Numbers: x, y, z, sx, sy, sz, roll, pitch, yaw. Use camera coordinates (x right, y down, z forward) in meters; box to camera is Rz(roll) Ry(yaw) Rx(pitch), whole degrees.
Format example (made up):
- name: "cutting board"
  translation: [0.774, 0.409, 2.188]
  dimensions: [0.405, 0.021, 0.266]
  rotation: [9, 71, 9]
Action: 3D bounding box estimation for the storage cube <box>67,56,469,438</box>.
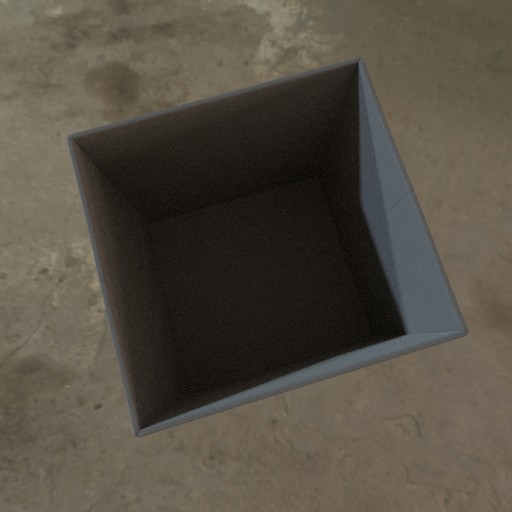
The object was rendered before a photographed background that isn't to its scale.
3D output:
- name: "storage cube"
  translation: [0.000, 0.000, 0.495]
  dimensions: [0.270, 0.280, 0.270]
  rotation: [-16, 79, -3]
